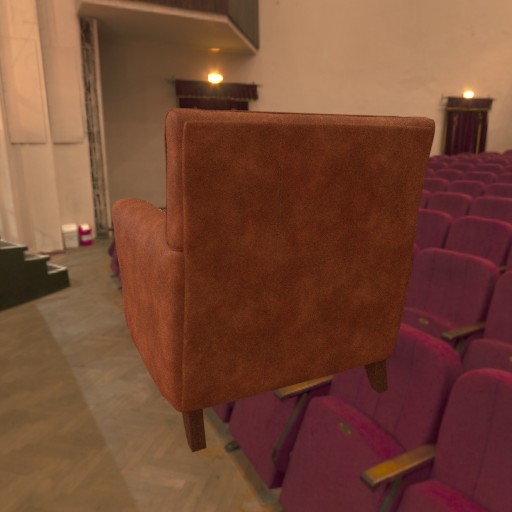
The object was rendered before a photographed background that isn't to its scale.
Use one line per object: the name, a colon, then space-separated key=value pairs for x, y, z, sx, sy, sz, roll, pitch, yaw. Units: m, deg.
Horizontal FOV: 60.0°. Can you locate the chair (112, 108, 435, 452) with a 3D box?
chair: x=0.000 y=0.000 z=1.597 sx=0.870 sy=0.943 sz=0.823 roll=-7 pitch=16 yaw=-26
